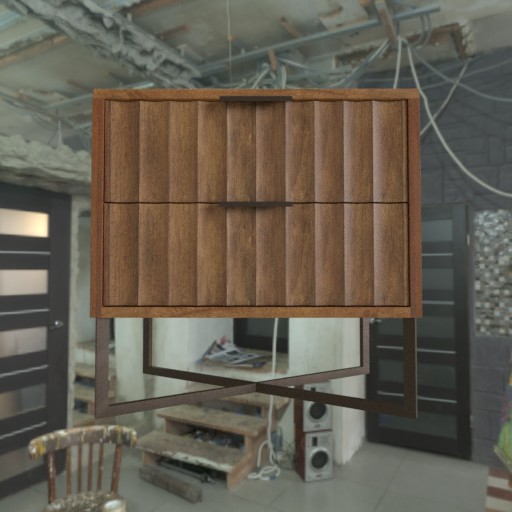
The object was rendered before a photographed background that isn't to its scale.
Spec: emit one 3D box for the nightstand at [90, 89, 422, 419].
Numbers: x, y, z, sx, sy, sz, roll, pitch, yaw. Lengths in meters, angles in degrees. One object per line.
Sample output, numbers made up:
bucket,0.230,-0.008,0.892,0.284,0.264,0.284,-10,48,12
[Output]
nightstand,0.000,0.000,1.018,0.613,0.615,0.427,0,-2,0
